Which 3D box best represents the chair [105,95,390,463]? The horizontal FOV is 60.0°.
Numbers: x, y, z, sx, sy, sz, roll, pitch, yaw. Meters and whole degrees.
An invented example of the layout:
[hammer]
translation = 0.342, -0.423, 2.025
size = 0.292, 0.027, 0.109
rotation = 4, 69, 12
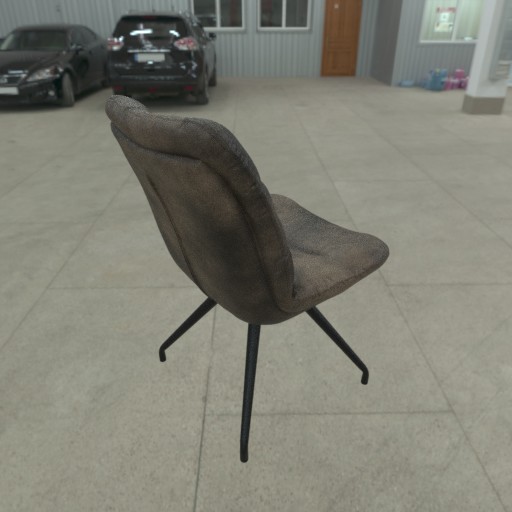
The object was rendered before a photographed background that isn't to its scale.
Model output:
[chair]
translation = 0.000, 0.000, 1.242
size = 0.622, 0.870, 0.549
rotation = -19, 34, -32
